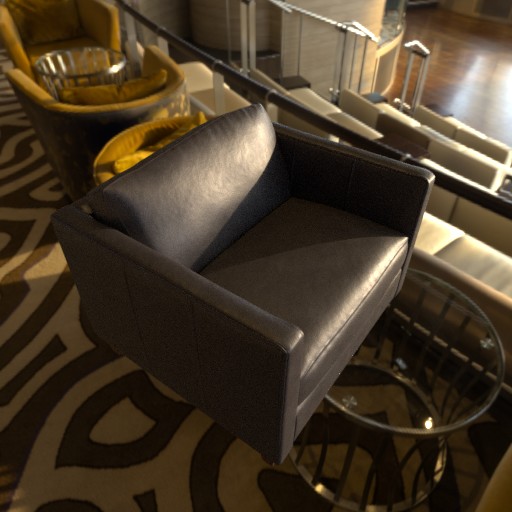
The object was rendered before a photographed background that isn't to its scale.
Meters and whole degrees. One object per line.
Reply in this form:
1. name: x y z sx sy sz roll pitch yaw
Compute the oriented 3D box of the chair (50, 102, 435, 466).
1. chair: 0.000 0.000 1.569 0.862 0.811 0.939 26 47 27
